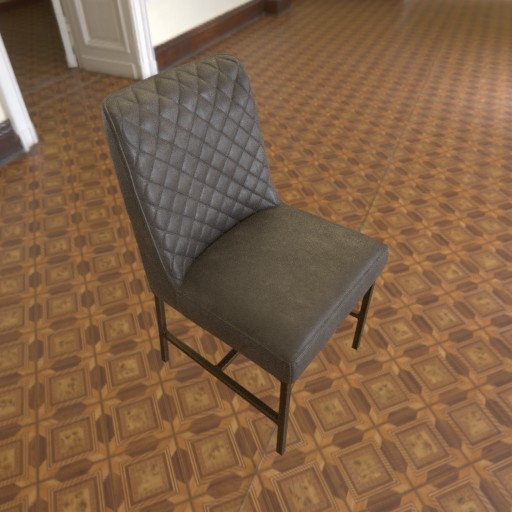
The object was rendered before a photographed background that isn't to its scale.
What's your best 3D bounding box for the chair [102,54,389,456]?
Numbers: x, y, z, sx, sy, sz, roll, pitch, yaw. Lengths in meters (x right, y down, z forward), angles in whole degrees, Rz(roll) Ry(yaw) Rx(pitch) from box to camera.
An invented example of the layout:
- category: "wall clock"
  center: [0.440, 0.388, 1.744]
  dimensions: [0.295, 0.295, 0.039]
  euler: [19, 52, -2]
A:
- category: "chair"
  center: [0.000, 0.000, 1.232]
  dimensions: [0.587, 0.889, 0.508]
  euler: [26, 48, 27]
